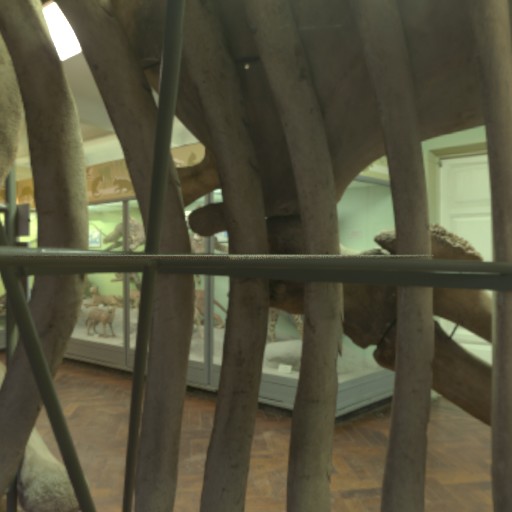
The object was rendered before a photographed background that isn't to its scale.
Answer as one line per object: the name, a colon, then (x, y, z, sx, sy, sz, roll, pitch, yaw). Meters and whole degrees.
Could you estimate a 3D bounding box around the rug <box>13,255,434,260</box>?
rug: (0.000, 0.000, 2.252, 1.240, 0.010, 1.824, 0, 0, 38)
